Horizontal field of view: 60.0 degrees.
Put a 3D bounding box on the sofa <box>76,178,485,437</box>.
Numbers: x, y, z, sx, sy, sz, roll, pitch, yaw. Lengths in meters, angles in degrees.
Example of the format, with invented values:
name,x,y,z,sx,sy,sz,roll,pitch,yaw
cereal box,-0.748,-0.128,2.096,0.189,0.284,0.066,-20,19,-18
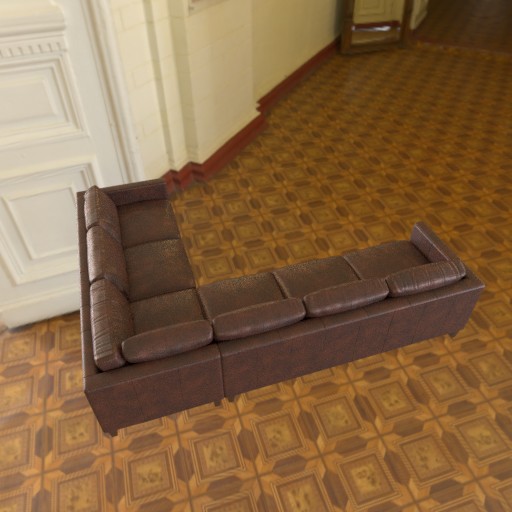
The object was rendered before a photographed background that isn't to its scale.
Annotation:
name,x,y,z,sx,sy,sz,roll,pitch,yaw
sofa,0.000,0.000,4.271,3.152,0.836,2.438,-12,43,-13
